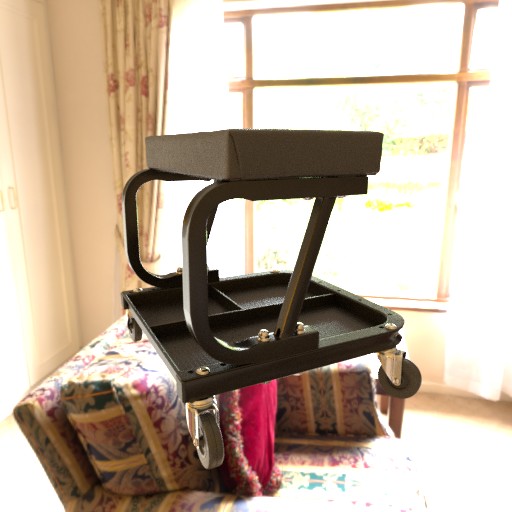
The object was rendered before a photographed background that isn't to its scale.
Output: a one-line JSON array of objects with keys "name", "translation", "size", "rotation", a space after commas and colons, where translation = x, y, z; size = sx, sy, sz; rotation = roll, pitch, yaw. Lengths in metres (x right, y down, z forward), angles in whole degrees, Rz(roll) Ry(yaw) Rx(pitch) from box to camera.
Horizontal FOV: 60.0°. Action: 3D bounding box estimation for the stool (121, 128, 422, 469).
[{"name": "stool", "translation": [0.000, 0.000, 0.713], "size": [0.371, 0.380, 0.446], "rotation": [-7, 15, -26]}]
